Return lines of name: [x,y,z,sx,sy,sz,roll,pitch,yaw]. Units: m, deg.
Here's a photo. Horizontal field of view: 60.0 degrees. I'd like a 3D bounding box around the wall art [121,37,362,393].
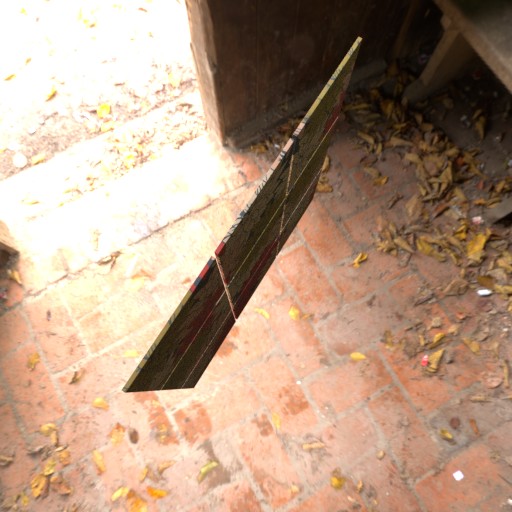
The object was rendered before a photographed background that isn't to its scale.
wall art: [0.000,0.000,1.786,0.013,1.218,1.206,31,76,8]
